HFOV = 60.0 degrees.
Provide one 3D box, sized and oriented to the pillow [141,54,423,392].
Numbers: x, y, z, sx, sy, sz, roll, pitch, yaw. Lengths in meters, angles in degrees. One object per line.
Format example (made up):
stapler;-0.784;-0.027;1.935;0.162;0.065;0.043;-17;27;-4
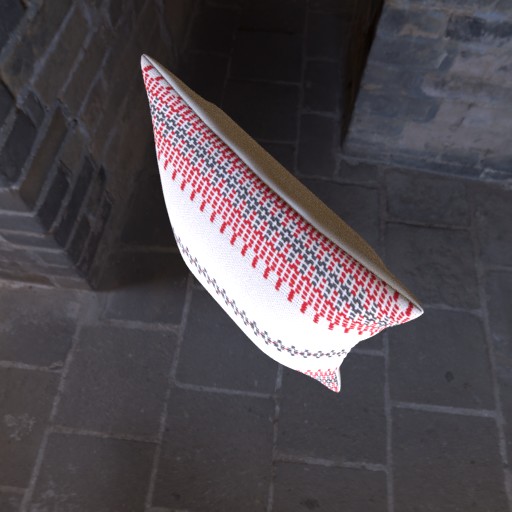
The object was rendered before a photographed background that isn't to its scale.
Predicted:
pillow;0.000;0.000;0.693;0.160;0.454;0.463;-38;70;-17
